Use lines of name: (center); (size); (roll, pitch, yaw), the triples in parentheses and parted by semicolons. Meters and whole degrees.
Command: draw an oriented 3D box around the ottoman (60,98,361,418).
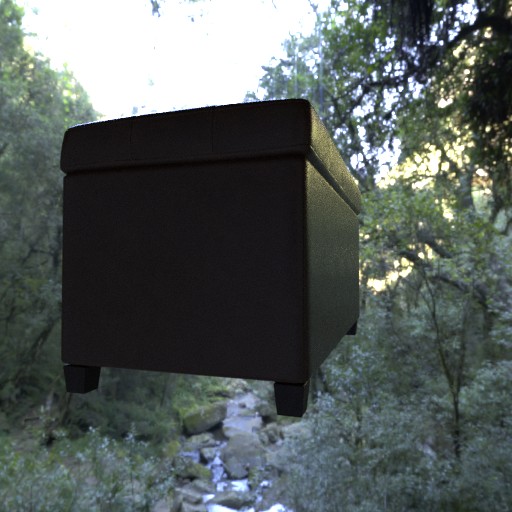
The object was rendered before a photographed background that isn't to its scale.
ottoman: (0.000, 0.000, 1.067); (0.432, 0.470, 0.838); (0, -1, 18)
